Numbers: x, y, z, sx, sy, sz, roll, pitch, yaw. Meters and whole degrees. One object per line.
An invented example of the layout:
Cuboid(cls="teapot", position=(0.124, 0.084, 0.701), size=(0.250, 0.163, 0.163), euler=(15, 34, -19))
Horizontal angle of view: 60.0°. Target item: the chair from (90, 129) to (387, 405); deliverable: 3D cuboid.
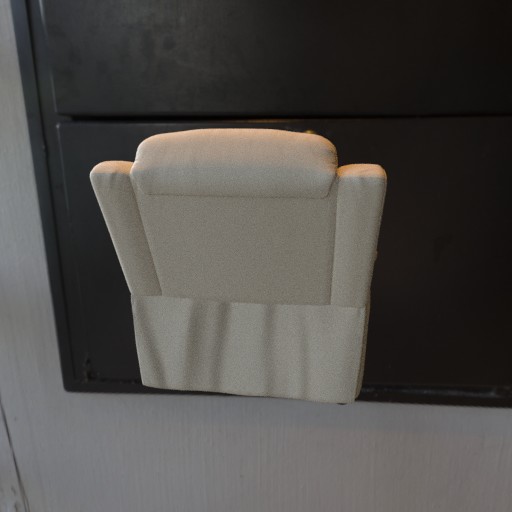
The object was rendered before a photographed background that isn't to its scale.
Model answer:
Cuboid(cls="chair", position=(0.000, 0.000, 1.258), size=(0.680, 0.702, 0.709), euler=(2, 17, 8))
